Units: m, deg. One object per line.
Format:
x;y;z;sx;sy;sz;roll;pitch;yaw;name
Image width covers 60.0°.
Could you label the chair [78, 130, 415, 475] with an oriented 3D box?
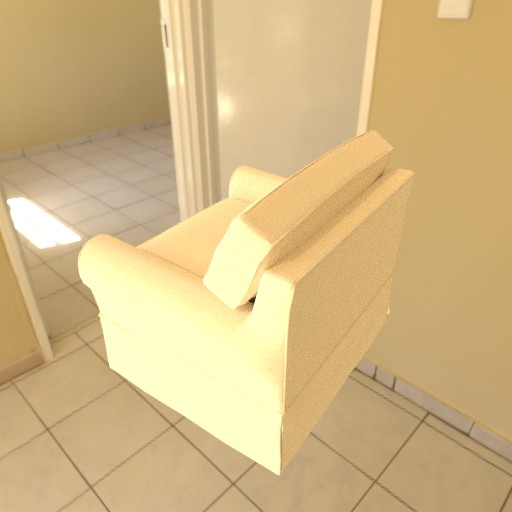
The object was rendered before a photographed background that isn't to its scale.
0.000;0.000;1.825;0.904;0.958;1.099;20;36;29;chair
